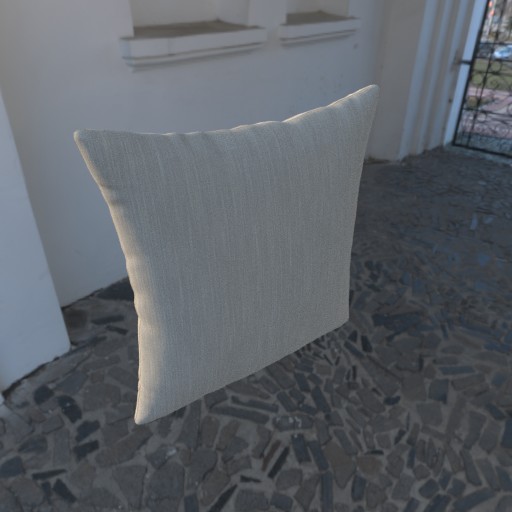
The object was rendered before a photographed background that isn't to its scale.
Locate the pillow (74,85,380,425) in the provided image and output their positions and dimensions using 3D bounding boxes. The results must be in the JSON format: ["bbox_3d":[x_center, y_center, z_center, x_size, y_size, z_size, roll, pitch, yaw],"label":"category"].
[{"bbox_3d":[0.000,0.000,0.763,0.511,0.509,0.161,-20,36,-29],"label":"pillow"}]
